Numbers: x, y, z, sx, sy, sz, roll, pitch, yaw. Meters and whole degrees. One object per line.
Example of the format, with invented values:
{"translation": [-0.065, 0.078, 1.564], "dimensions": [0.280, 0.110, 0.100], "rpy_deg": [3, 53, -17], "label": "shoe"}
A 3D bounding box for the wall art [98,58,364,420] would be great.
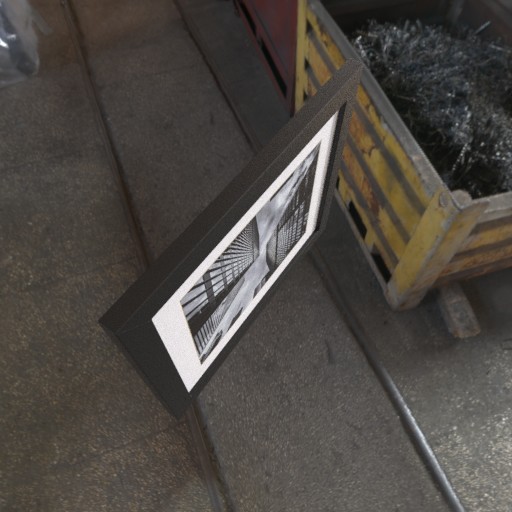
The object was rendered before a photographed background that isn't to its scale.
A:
{"translation": [0.000, 0.000, 0.785], "dimensions": [0.031, 0.457, 0.558], "rpy_deg": [31, 64, 17], "label": "wall art"}
